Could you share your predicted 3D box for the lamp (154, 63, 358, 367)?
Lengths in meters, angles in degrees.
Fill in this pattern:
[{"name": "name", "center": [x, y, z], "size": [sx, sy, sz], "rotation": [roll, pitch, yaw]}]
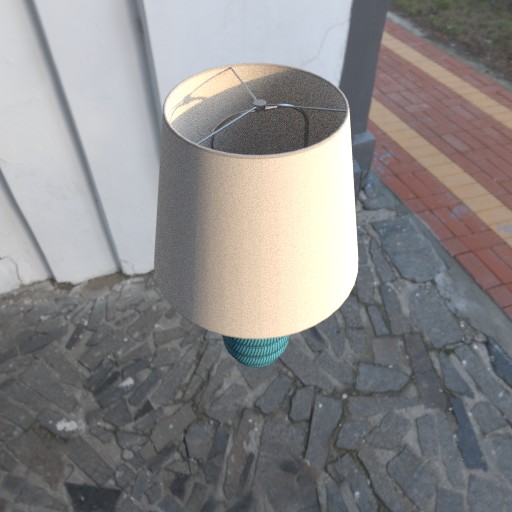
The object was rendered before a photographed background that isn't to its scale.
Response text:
[{"name": "lamp", "center": [0.000, 0.000, 0.786], "size": [0.355, 0.582, 0.355], "rotation": [0, 47, 0]}]
